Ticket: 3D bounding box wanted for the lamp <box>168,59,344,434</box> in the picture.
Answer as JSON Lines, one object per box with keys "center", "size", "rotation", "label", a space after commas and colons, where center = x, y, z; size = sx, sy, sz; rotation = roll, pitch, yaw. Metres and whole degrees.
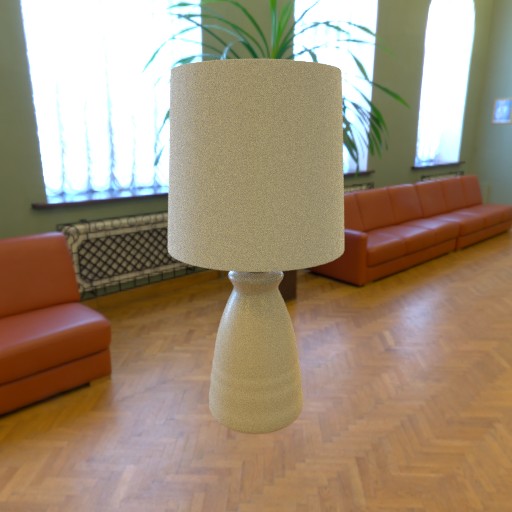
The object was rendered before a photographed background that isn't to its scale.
{"center": [0.000, 0.000, 0.479], "size": [0.186, 0.369, 0.186], "rotation": [0, 15, 0], "label": "lamp"}
